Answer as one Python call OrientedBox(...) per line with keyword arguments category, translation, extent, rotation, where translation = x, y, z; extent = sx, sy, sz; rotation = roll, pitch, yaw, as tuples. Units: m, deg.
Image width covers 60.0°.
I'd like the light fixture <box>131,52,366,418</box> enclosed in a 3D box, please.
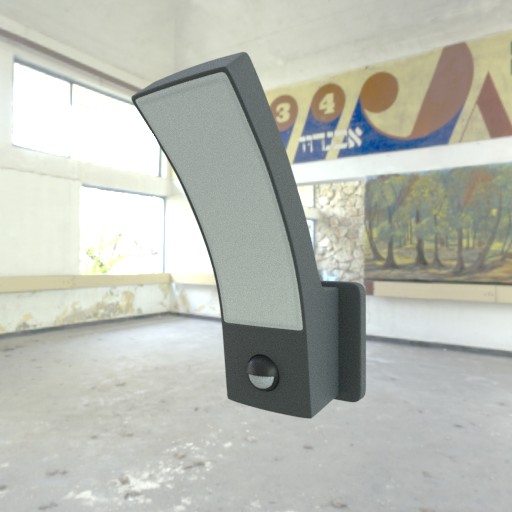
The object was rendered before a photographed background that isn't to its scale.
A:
OrientedBox(category="light fixture", translation=(0.000, 0.000, 0.336), extent=(0.108, 0.243, 0.174), rotation=(0, 0, 36))
